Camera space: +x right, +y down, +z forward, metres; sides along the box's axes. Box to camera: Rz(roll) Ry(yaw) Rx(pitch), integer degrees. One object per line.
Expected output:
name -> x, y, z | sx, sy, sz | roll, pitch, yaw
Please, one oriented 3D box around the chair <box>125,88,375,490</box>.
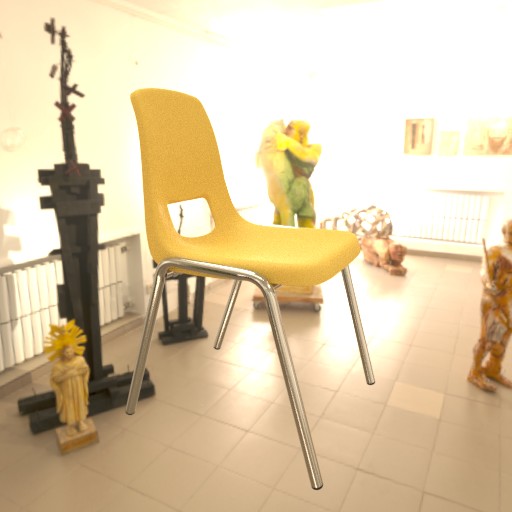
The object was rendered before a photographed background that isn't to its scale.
chair -> 0.000, 0.000, 0.893 | 0.436, 0.653, 0.381 | 8, 16, 27
